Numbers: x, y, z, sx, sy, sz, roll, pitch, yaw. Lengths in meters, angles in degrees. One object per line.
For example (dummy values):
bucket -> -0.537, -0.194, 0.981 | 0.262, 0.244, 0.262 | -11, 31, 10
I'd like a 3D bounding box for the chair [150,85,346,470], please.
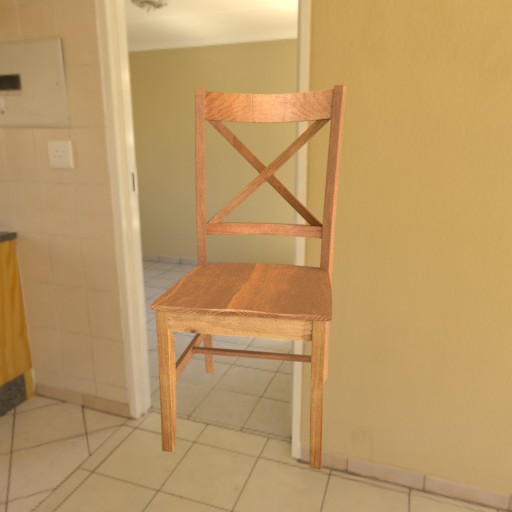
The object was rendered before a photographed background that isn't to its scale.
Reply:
chair -> 0.000, 0.000, 1.298 | 0.485, 0.983, 0.542 | 2, 14, 9
